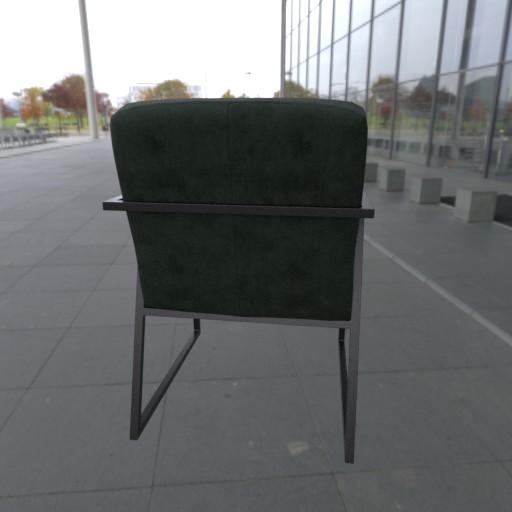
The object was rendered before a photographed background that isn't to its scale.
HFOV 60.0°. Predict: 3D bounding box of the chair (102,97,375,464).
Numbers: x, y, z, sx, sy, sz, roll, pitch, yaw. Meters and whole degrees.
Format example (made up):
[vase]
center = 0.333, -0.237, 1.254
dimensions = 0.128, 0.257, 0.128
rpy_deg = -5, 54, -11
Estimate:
[chair]
center = 0.000, 0.000, 1.277
dimensions = 0.571, 0.833, 0.677
rpy_deg = 3, 17, 8
